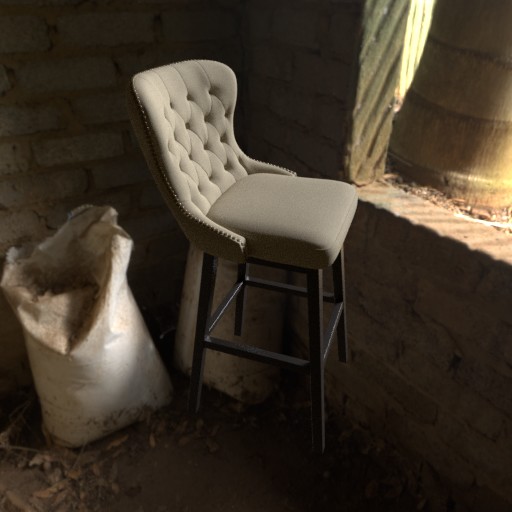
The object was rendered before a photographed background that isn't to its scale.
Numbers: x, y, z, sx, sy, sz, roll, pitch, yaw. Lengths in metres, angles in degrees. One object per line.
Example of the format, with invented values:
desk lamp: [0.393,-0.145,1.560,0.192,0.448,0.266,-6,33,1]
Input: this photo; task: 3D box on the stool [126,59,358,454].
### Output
stool: [0.000,0.000,1.375,0.605,1.066,0.528,11,33,17]
